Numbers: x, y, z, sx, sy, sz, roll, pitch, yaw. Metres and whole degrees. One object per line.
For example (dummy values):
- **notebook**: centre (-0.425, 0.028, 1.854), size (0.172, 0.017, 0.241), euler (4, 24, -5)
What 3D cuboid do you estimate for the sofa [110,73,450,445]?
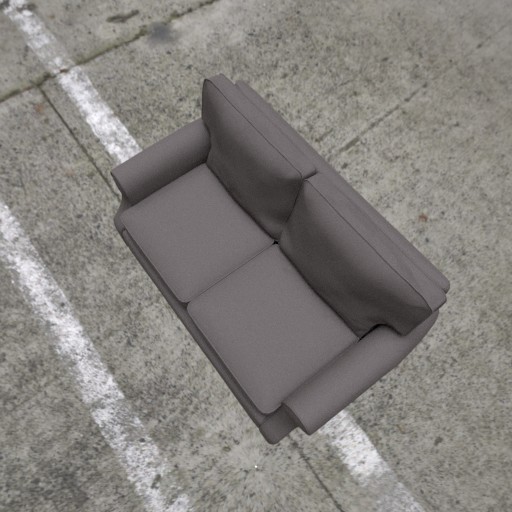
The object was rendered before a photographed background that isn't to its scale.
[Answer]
- **sofa**: centre (0.000, 0.000, 2.270), size (0.964, 0.937, 1.665), euler (-35, 69, -15)
